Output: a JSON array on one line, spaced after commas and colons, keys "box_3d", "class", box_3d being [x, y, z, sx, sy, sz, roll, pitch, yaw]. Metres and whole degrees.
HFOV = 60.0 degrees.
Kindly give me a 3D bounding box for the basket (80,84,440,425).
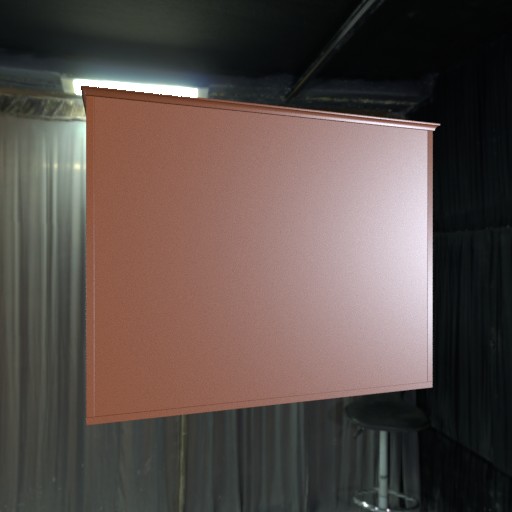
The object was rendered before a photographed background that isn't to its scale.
[{"box_3d": [0.000, 0.000, 1.106, 0.792, 0.625, 0.376, 0, 0, -18], "class": "basket"}]
